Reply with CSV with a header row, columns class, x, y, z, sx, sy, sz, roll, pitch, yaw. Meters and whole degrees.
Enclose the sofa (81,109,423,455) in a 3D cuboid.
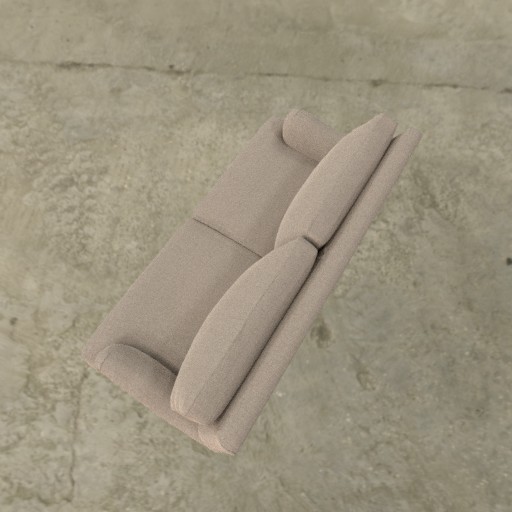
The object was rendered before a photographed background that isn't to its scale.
class,x,y,z,sx,sy,sz,roll,pitch,yaw
sofa,0.000,0.000,2.783,1.087,1.054,2.160,29,66,14
